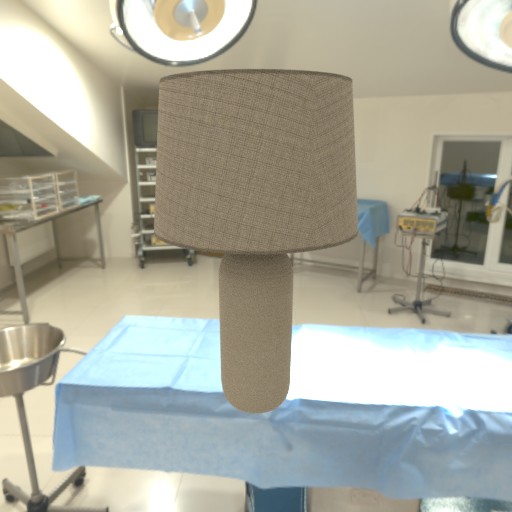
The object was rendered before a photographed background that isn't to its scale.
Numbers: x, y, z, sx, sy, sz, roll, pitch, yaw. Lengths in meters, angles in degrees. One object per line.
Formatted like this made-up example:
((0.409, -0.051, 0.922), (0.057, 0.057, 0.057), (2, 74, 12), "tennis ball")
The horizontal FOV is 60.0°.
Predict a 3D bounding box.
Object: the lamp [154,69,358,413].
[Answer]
((0.000, 0.000, 0.829), (0.367, 0.609, 0.367), (0, 15, 0), "lamp")
